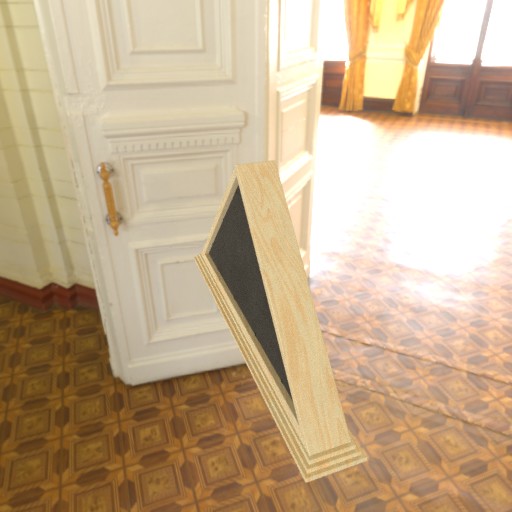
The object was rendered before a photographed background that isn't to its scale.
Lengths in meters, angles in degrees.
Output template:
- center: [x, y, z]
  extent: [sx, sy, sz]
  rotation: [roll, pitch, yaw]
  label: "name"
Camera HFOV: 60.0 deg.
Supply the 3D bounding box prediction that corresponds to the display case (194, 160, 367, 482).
- center: [0.000, 0.000, 0.785]
  extent: [0.095, 0.340, 0.640]
  rotation: [-10, 31, -18]
  label: "display case"
